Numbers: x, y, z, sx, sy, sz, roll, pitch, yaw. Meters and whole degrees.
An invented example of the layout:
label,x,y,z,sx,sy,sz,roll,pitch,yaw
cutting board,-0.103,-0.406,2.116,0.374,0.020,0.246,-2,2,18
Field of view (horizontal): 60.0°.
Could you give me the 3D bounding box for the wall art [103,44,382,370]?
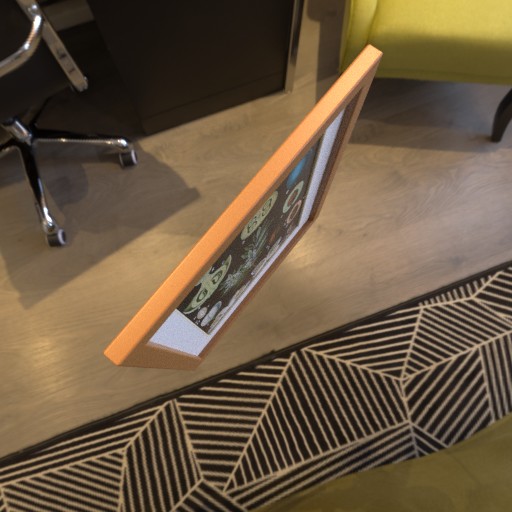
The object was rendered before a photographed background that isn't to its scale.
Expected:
label,x,y,z,sx,sy,sz,roll,pitch,yaw
wall art,0.000,0.000,0.506,0.015,0.379,0.310,37,78,9
